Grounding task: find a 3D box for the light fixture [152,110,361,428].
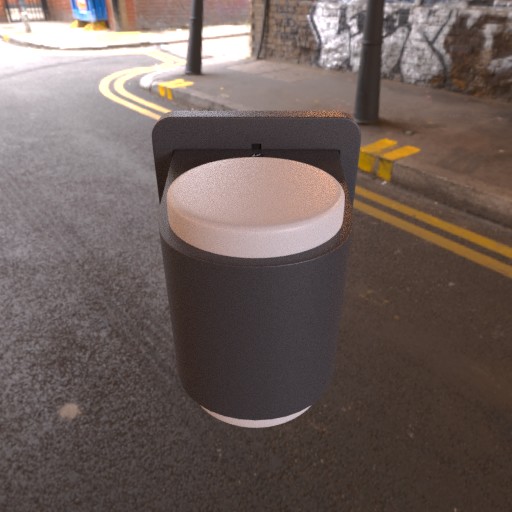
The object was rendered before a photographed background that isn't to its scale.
[{"bbox_3d":[0.000,0.000,0.213,0.109,0.109,0.132,0,32,0],"label":"light fixture"}]
